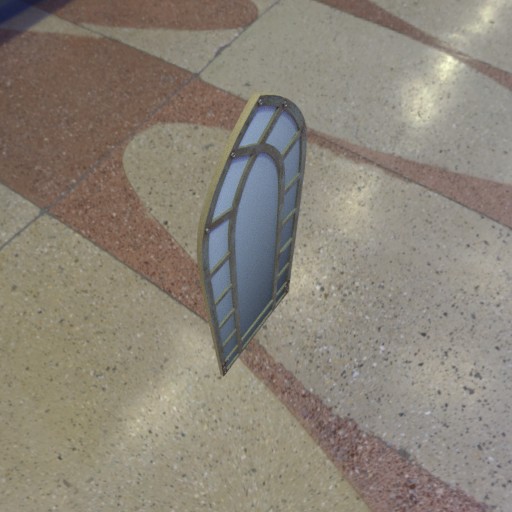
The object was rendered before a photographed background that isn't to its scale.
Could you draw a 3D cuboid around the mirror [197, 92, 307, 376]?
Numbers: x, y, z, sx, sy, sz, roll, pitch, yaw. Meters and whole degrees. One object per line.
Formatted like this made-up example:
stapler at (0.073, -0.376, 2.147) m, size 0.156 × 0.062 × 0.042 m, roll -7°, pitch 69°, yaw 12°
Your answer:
mirror at (0.000, 0.000, 1.347) m, size 0.025 × 1.175 × 0.464 m, roll 31°, pitch 63°, yaw 18°
